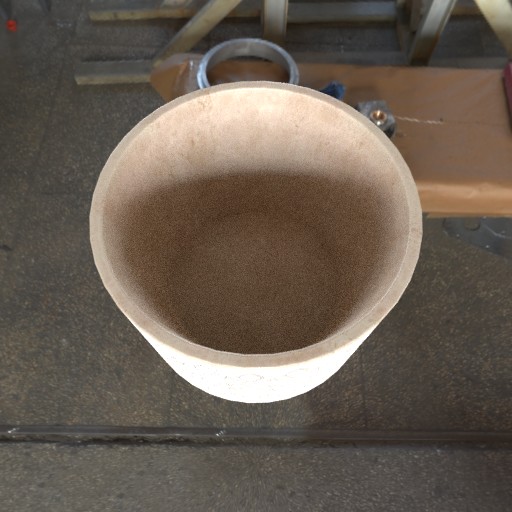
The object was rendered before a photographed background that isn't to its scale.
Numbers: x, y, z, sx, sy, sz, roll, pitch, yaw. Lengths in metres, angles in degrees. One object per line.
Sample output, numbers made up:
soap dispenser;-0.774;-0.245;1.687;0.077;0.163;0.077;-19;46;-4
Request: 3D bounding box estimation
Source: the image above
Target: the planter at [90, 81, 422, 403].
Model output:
planter;0.000;0.000;0.278;0.164;0.127;0.164;0;65;0
